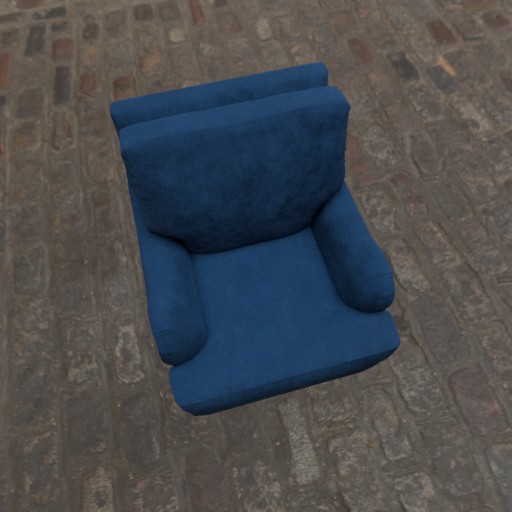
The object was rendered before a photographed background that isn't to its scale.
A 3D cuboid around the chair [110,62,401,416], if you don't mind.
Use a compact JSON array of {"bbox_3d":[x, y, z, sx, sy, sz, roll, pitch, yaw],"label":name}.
[{"bbox_3d":[0.000,0.000,1.836,0.895,1.076,1.078,-14,65,-7],"label":"chair"}]
